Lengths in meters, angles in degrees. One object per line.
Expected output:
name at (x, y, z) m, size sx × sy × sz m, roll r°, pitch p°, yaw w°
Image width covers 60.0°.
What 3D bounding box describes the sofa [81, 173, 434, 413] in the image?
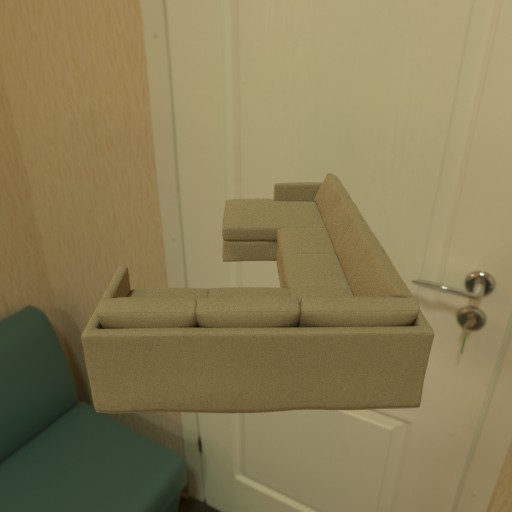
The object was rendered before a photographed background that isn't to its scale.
sofa at (0.000, 0.000, 4.657) m, size 2.476 × 0.878 × 3.528 m, roll 0°, pitch 26°, yaw -1°
